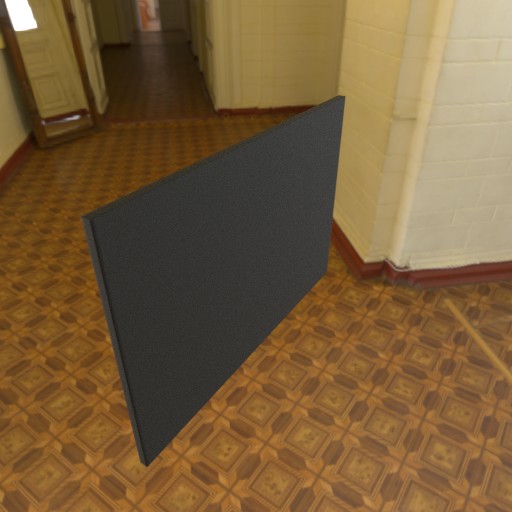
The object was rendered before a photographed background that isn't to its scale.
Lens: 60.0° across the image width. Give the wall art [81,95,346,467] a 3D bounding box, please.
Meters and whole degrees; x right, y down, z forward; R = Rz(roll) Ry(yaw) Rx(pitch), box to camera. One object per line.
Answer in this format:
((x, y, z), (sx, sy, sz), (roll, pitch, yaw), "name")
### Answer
((0.000, 0.000, 1.209), (0.049, 0.659, 0.964), (21, 38, 29), "wall art")
